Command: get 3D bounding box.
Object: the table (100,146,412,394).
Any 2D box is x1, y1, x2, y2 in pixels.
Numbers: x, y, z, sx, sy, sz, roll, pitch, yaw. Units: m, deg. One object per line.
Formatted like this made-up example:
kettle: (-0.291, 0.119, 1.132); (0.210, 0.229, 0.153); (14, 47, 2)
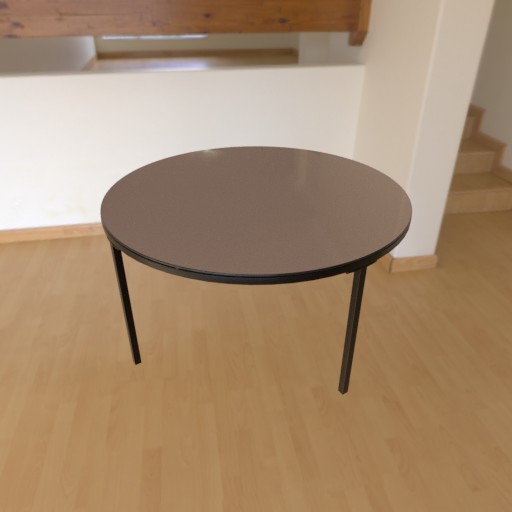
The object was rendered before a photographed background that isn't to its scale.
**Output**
table: (0.000, 0.000, 1.287); (0.800, 0.400, 0.800); (0, 31, 0)
